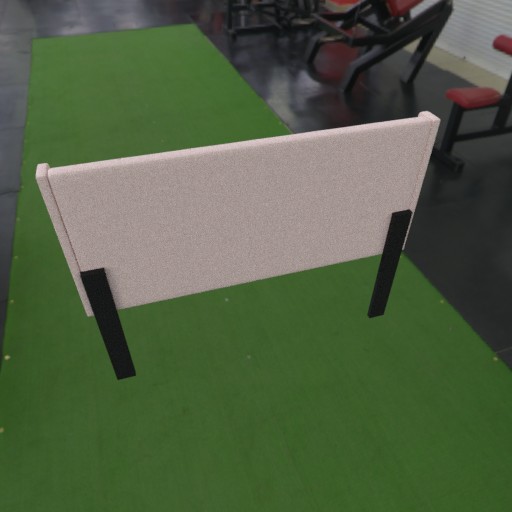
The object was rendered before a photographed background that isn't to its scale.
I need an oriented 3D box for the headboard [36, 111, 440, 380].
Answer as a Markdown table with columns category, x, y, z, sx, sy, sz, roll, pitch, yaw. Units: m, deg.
| category | x | y | z | sx | sy | sz | roll | pitch | yaw |
| --- | --- | --- | --- | --- | --- | --- | --- | --- | --- |
| headboard | 0.000 | 0.000 | 2.700 | 2.051 | 1.524 | 0.184 | -11 | 42 | -13 |
